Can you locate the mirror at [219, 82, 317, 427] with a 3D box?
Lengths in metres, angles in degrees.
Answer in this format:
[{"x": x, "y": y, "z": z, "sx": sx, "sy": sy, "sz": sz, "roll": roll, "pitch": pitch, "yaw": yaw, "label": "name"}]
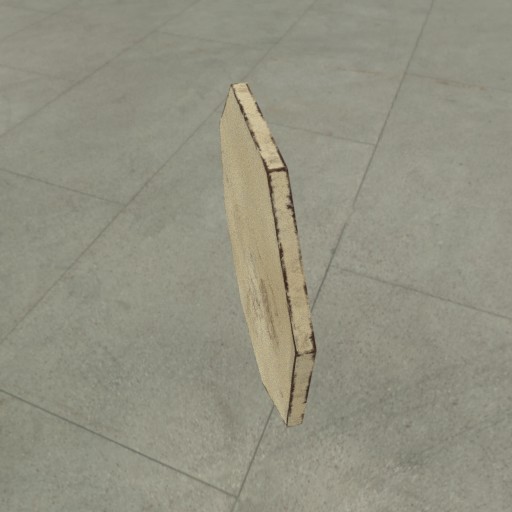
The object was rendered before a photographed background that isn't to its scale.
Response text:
[{"x": 0.000, "y": 0.000, "z": 0.957, "sx": 0.031, "sy": 0.648, "sz": 0.648, "roll": -10, "pitch": 48, "yaw": -9, "label": "mirror"}]
